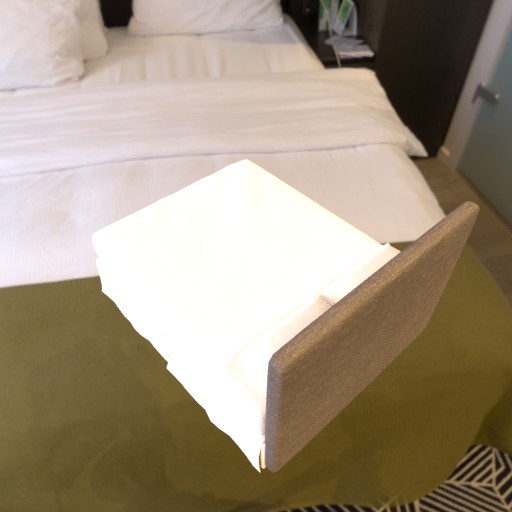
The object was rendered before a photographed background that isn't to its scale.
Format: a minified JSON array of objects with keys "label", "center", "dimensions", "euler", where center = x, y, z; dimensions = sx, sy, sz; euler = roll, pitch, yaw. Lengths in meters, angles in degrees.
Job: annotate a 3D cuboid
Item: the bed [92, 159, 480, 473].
[{"label":"bed","center":[0.000,0.000,3.227],"dimensions":[1.723,1.330,2.142],"euler":[-32,54,-28]}]
